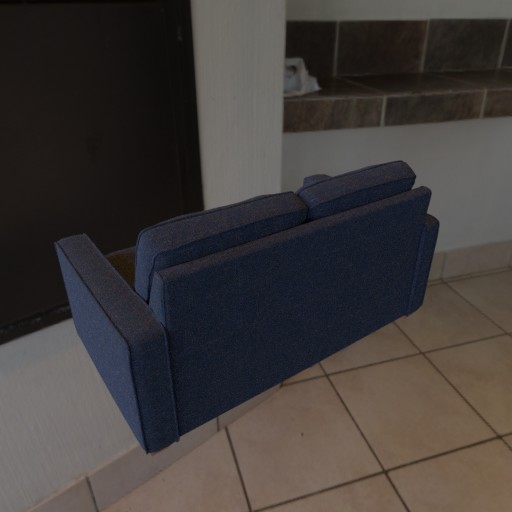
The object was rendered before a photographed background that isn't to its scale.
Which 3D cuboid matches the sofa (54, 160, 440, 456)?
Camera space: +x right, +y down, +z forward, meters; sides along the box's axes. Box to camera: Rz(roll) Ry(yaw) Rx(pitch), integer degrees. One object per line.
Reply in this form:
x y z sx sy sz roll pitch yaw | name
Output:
0.000 0.000 2.250 1.709 0.918 0.947 -19 34 -30 | sofa
